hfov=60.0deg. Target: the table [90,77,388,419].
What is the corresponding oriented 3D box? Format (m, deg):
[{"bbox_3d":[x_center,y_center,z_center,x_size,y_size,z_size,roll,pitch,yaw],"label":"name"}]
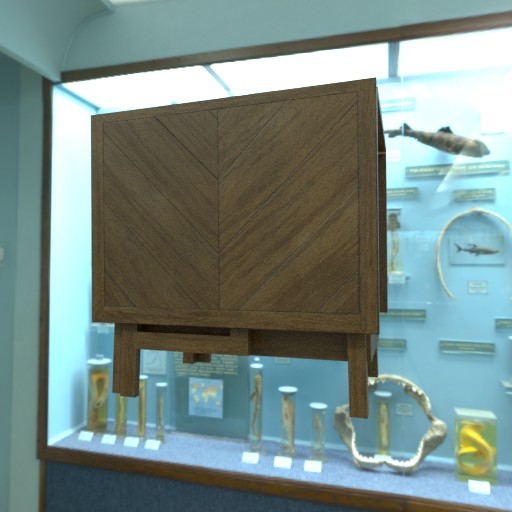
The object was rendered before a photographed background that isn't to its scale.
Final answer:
[{"bbox_3d":[0.000,0.000,1.345,0.746,0.763,0.591,-1,-2,18],"label":"table"}]
